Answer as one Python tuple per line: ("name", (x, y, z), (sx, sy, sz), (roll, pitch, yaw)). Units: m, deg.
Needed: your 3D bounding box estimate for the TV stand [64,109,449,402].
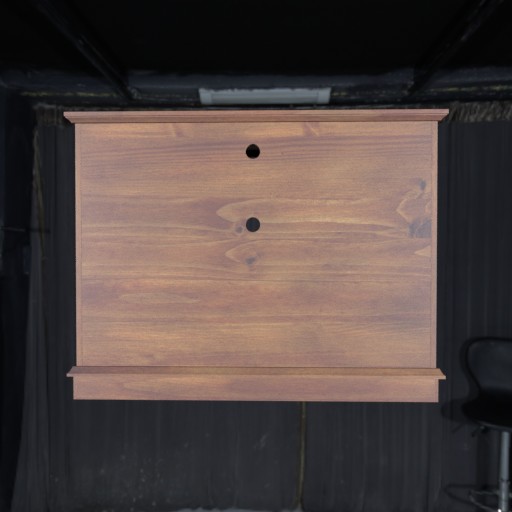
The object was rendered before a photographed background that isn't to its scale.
("TV stand", (0.000, 0.000, 1.437), (1.067, 0.813, 0.406), (0, 1, 1))
